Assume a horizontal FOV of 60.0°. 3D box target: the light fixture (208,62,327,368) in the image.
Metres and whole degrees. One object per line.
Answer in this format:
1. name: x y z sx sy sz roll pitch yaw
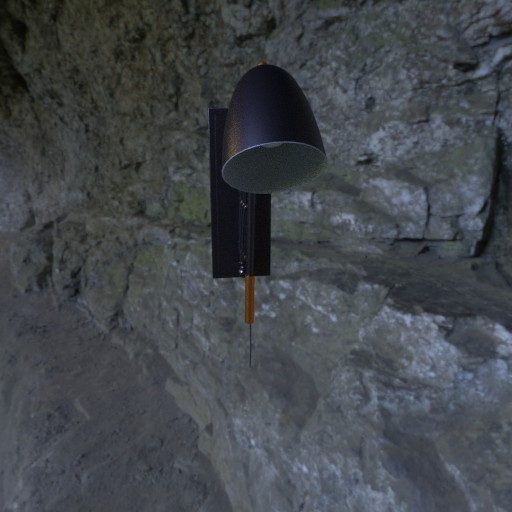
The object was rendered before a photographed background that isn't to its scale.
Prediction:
1. light fixture: 0.000 0.000 0.908 0.162 0.715 0.499 -3 17 -9
